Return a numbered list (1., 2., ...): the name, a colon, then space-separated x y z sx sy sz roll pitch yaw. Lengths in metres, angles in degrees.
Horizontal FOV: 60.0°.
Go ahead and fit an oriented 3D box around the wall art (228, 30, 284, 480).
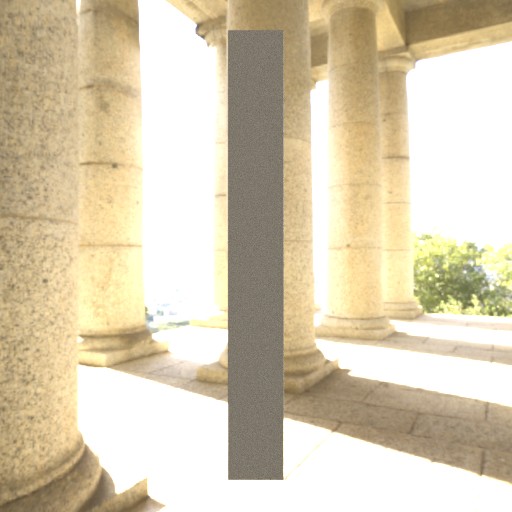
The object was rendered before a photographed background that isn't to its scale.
1. wall art: 0.000 0.000 0.452 0.038 0.305 0.305 0 0 0
